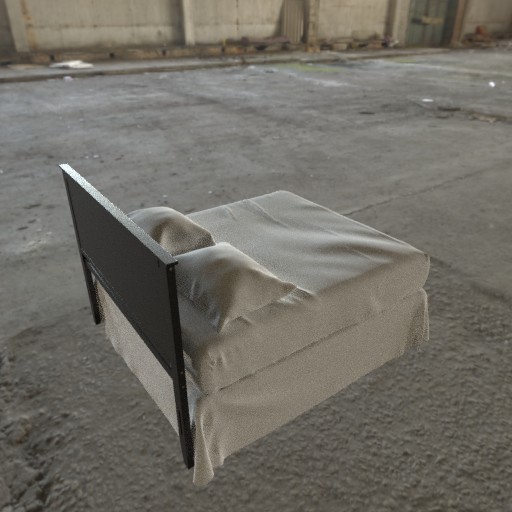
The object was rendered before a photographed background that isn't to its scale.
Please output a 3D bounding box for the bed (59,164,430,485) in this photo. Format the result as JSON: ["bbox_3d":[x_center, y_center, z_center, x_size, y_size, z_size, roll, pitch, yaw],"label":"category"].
[{"bbox_3d":[0.000,0.000,3.153,2.050,1.270,1.870,-18,33,-31],"label":"bed"}]
